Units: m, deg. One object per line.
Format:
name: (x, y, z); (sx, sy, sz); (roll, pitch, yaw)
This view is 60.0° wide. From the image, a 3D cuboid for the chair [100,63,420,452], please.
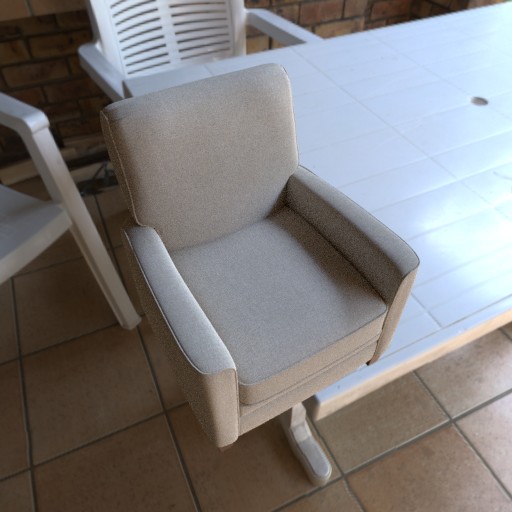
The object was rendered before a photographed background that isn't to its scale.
chair: (0.000, 0.000, 1.615); (0.845, 1.023, 0.859); (-23, 51, -21)
